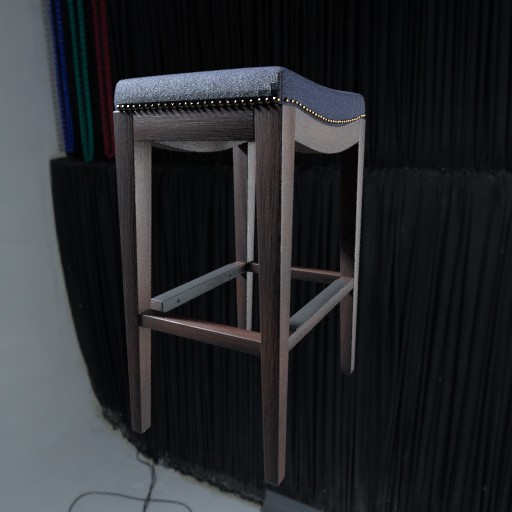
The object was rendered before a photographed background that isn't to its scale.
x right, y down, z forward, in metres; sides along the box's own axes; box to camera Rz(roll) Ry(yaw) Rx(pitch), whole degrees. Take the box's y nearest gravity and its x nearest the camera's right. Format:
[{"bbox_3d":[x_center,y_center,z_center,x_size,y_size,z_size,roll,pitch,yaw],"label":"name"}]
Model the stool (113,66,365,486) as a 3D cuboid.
[{"bbox_3d":[0.000,0.000,1.024,0.358,0.740,0.498,7,16,27],"label":"stool"}]
